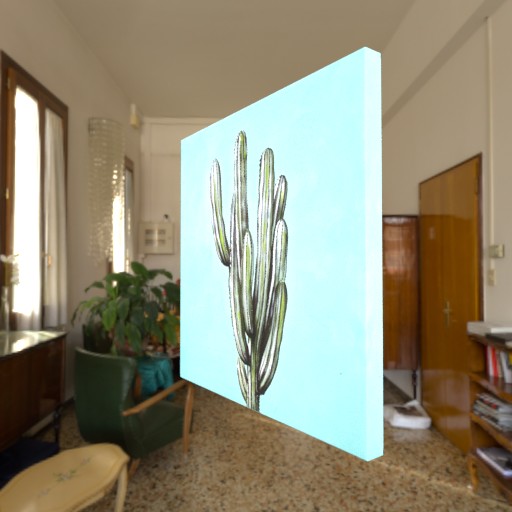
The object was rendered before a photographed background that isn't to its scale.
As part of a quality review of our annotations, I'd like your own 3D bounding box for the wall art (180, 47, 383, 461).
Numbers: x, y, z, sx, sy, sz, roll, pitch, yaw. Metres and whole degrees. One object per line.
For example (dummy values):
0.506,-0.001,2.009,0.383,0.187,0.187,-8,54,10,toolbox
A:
0.000,0.000,1.140,0.054,0.766,0.765,1,-2,-36,wall art
